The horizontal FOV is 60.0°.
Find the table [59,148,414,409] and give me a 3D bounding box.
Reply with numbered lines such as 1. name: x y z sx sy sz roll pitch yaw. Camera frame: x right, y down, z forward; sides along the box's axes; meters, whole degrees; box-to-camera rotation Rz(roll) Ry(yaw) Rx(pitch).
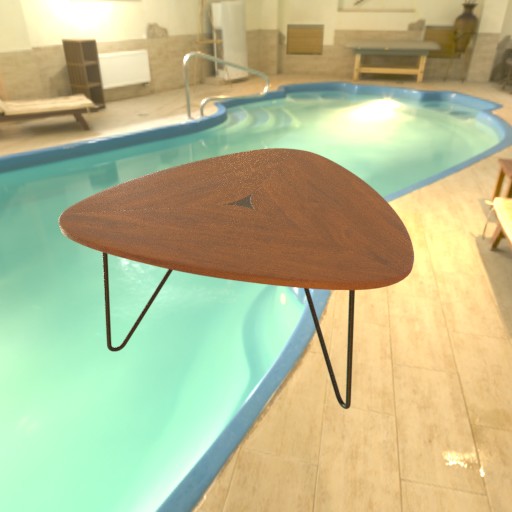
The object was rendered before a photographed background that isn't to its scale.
1. table: 0.000 0.000 1.313 0.833 0.413 0.821 9 32 15
